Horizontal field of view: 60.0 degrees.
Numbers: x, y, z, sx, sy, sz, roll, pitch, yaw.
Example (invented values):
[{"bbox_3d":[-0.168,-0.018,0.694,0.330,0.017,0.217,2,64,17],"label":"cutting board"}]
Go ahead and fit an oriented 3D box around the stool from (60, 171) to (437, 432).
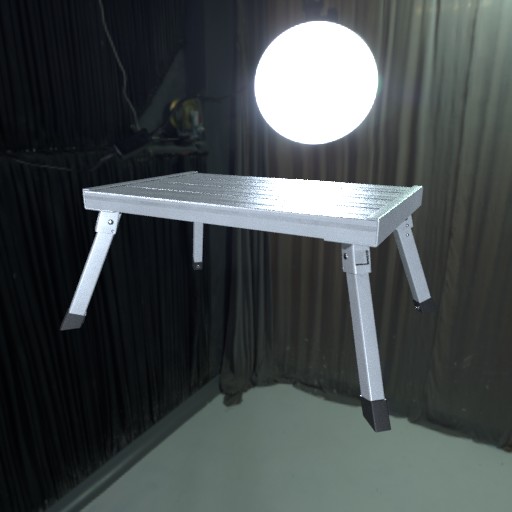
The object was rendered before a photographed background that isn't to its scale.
[{"bbox_3d":[0.000,0.000,0.727,0.535,0.225,0.385,9,19,27],"label":"stool"}]
